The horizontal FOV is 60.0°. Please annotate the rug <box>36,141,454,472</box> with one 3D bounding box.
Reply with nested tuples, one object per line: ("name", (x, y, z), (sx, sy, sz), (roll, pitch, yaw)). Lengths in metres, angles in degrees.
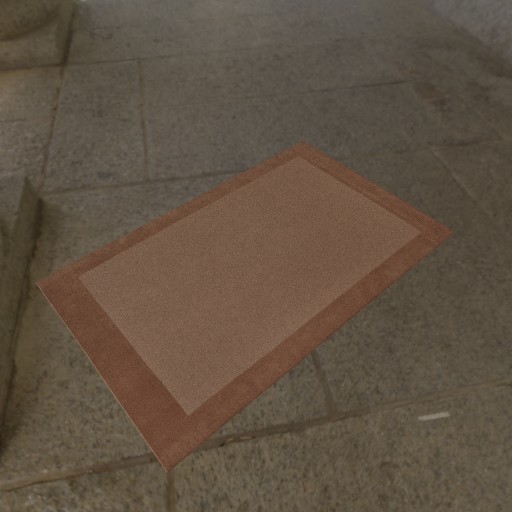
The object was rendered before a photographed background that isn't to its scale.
("rug", (0.000, 0.000, 3.007), (2.438, 0.014, 1.524), (-33, 56, -26))
